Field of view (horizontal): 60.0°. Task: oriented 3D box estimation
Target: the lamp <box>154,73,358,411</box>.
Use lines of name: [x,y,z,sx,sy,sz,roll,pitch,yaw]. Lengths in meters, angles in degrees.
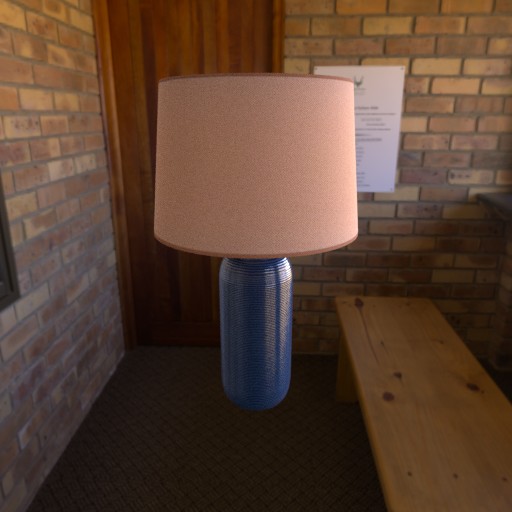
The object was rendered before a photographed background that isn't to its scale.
lamp: [0.000,0.000,0.832,0.367,0.609,0.367,0,17,0]
